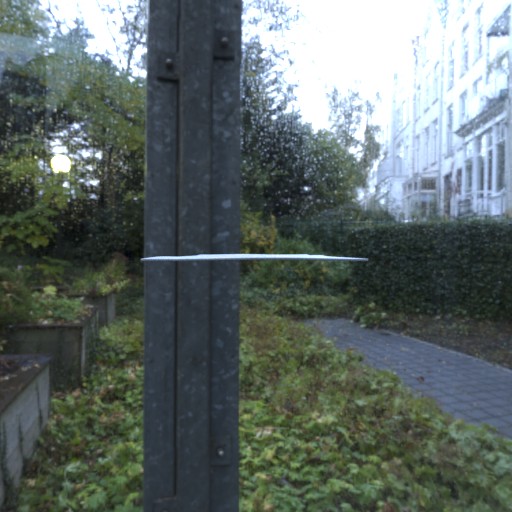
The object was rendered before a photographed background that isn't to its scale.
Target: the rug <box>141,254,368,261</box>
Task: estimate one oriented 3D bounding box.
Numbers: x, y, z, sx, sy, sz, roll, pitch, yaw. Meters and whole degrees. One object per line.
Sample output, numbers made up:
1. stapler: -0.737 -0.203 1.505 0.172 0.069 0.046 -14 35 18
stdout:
1. rug: 0.000 0.000 2.699 0.762 0.013 2.439 0 1 0
